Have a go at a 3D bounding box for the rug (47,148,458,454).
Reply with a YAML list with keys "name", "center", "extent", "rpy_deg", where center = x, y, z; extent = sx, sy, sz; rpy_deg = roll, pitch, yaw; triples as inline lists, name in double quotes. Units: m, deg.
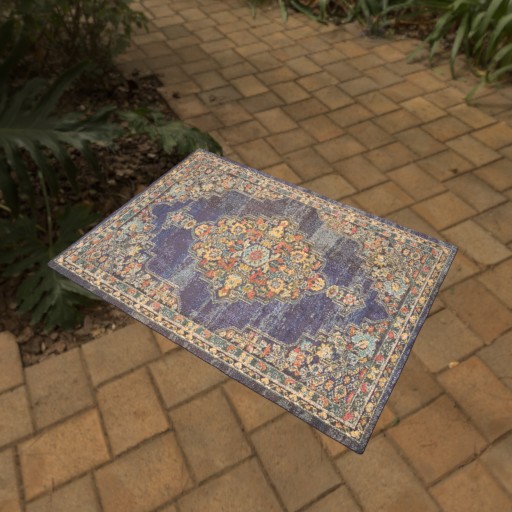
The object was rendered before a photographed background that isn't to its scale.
- name: "rug"
  center: [0.000, 0.000, 2.950]
  extent: [2.232, 0.009, 1.630]
  rpy_deg: [25, 52, 22]
